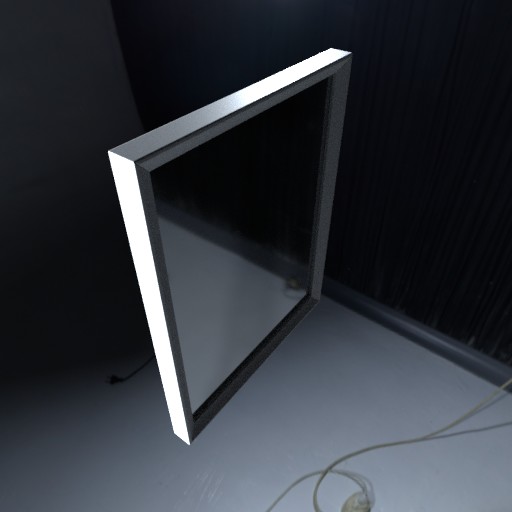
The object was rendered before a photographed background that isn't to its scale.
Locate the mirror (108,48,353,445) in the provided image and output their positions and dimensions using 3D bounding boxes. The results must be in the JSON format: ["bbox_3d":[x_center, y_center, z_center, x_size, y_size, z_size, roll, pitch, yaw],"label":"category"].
[{"bbox_3d":[0.000,0.000,0.684,0.041,0.509,0.406,26,47,28],"label":"mirror"}]
